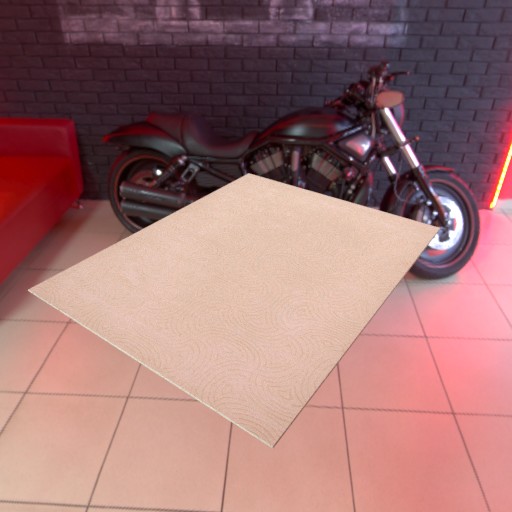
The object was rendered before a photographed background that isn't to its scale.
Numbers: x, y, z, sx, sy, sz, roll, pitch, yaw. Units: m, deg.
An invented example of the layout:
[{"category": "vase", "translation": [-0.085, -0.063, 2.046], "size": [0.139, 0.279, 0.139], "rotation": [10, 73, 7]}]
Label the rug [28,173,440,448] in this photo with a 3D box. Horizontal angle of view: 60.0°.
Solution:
[{"category": "rug", "translation": [0.000, 0.000, 3.467], "size": [2.073, 0.011, 2.584], "rotation": [22, 39, 29]}]
